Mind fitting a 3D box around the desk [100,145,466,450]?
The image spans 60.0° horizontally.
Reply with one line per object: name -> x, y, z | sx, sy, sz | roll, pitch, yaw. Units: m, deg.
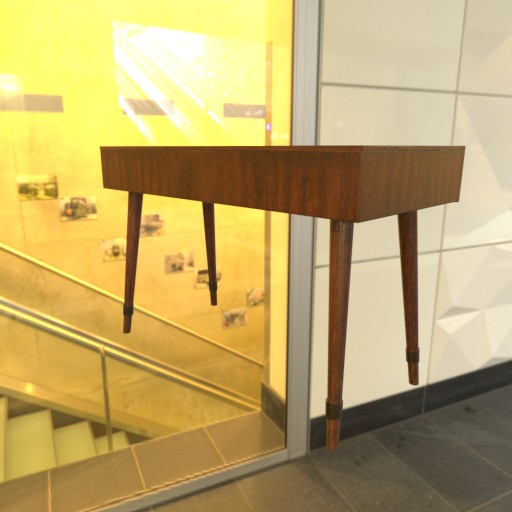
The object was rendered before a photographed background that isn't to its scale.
desk -> 0.000, 0.000, 2.139 | 0.734, 1.031, 1.577 | -13, 19, -43
